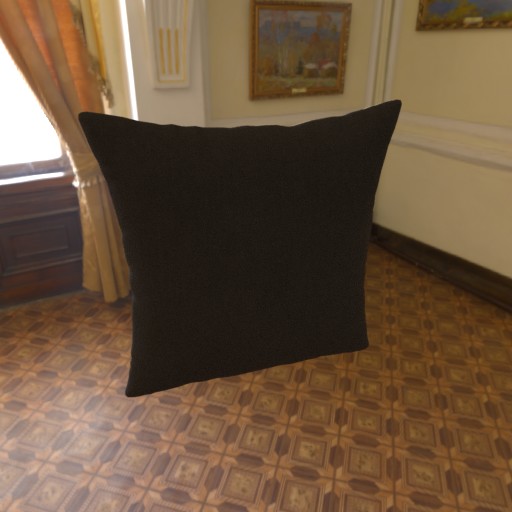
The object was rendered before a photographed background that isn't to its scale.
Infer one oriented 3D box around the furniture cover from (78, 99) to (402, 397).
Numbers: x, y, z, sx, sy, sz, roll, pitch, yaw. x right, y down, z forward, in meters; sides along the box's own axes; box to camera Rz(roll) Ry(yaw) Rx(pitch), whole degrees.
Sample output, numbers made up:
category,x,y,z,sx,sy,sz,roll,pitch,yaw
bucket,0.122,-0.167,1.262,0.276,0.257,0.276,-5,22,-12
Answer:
category,x,y,z,sx,sy,sz,roll,pitch,yaw
furniture cover,0.000,0.000,0.783,0.511,0.509,0.161,-8,27,-16
